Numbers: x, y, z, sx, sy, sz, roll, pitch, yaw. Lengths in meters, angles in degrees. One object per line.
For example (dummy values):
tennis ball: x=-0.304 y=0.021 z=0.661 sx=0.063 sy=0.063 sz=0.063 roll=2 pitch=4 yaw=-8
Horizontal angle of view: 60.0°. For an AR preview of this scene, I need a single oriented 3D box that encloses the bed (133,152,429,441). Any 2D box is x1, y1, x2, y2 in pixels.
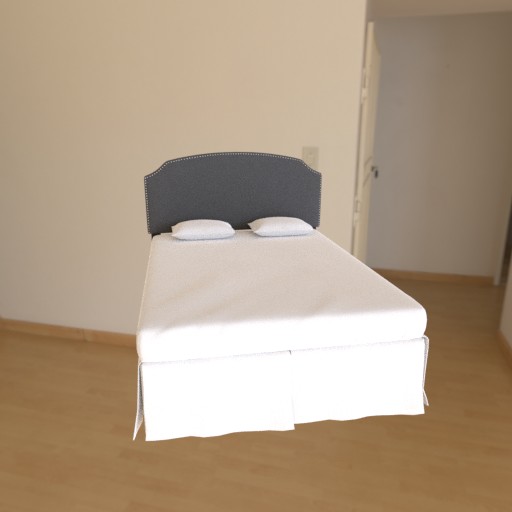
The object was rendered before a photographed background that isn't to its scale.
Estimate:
bed: x=0.000 y=0.000 z=2.994 sx=1.558 sy=1.270 sz=1.999 roll=-3 pitch=17 yaw=-10
